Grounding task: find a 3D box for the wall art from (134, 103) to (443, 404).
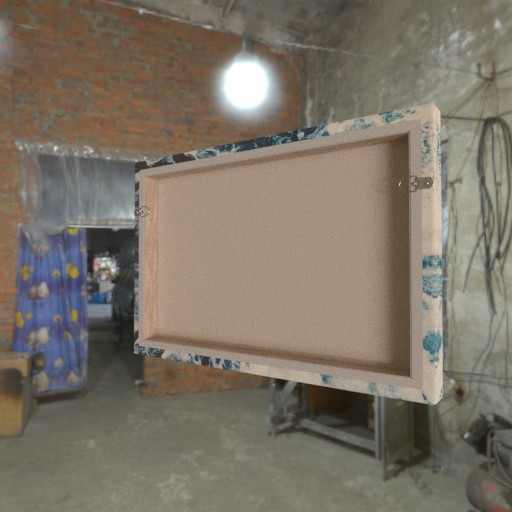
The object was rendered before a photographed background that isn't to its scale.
[{"bbox_3d":[0.000,0.000,0.781,0.609,0.407,0.043,-1,-1,35],"label":"wall art"}]
